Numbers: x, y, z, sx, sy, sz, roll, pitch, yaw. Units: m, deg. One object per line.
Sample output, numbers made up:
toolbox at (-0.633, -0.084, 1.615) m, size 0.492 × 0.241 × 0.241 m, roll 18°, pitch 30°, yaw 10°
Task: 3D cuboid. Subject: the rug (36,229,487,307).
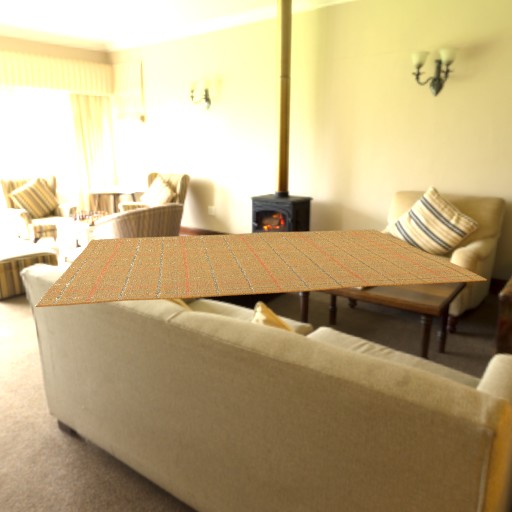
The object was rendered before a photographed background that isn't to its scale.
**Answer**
rug at (0.000, 0.000, 3.078) m, size 2.439 × 0.015 × 1.524 m, roll -3°, pitch 15°, yaw -10°
